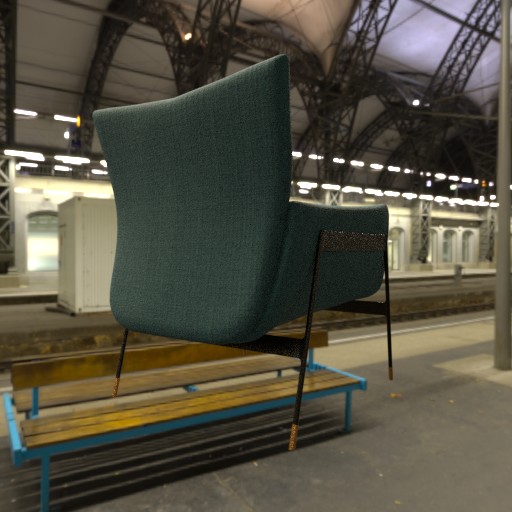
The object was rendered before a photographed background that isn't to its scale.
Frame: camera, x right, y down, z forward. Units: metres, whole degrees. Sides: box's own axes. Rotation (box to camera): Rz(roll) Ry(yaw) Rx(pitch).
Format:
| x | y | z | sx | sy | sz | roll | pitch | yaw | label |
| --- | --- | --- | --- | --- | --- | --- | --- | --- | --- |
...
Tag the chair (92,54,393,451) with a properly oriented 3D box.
| x | y | z | sx | sy | sz | roll | pitch | yaw | label |
| --- | --- | --- | --- | --- | --- | --- | --- | --- | --- |
| 0.000 | 0.000 | 1.411 | 0.678 | 0.859 | 0.769 | 0 | 1 | 35 | chair |
